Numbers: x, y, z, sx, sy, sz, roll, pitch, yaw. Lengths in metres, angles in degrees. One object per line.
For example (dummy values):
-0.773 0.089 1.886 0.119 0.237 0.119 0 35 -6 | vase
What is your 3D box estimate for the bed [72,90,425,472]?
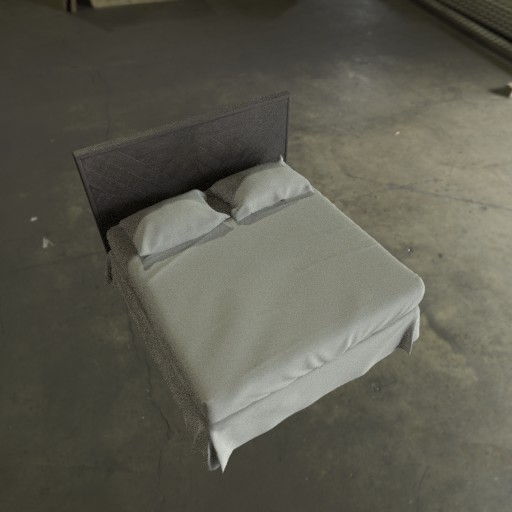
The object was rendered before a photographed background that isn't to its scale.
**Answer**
0.000 0.000 2.909 1.772 1.142 1.785 -24 50 -21 | bed
